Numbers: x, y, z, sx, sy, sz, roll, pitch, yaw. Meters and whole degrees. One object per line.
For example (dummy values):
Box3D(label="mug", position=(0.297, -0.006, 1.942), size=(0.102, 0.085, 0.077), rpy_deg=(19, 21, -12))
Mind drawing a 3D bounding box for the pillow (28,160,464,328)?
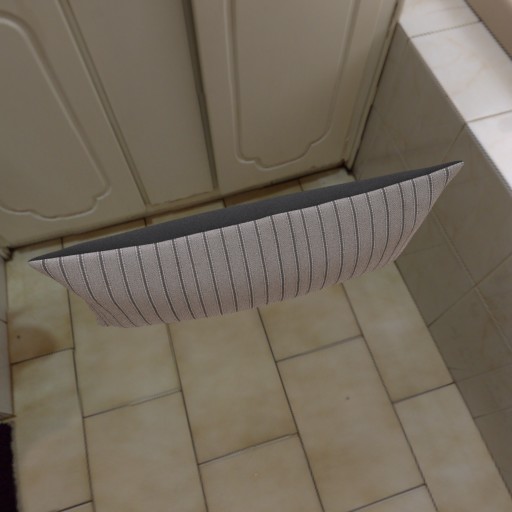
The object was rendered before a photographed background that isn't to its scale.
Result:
Box3D(label="pillow", position=(0.000, 0.000, 0.730), size=(0.609, 0.305, 0.151), rpy_deg=(-13, 64, -6))
